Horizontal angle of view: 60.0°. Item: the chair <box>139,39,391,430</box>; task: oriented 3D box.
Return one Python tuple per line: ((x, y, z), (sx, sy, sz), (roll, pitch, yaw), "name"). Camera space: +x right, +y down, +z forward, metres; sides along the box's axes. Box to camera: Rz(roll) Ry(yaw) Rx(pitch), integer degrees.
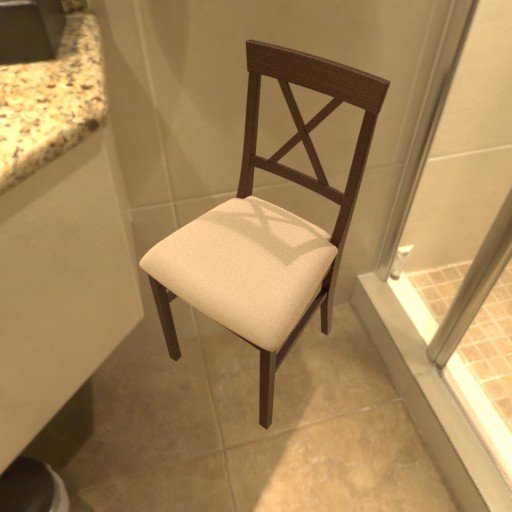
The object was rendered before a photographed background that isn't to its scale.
((0.000, 0.000, 1.202), (0.440, 0.913, 0.480), (29, 53, 25), "chair")
